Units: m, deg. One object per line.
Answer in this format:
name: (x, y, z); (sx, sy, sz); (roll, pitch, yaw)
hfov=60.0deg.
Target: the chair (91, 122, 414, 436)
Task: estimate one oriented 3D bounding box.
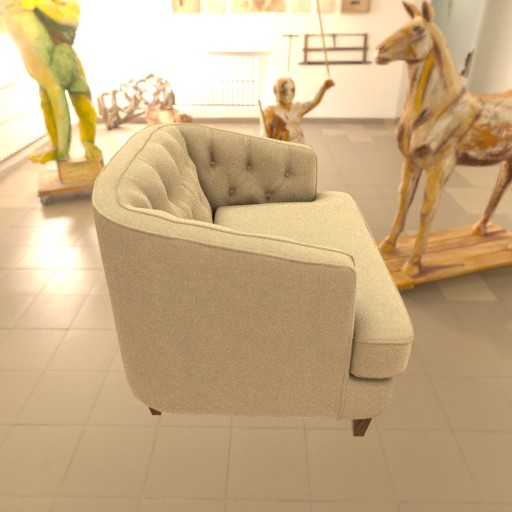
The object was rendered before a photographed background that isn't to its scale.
chair: (0.000, 0.000, 1.712); (0.941, 0.852, 1.104); (0, 30, 0)
